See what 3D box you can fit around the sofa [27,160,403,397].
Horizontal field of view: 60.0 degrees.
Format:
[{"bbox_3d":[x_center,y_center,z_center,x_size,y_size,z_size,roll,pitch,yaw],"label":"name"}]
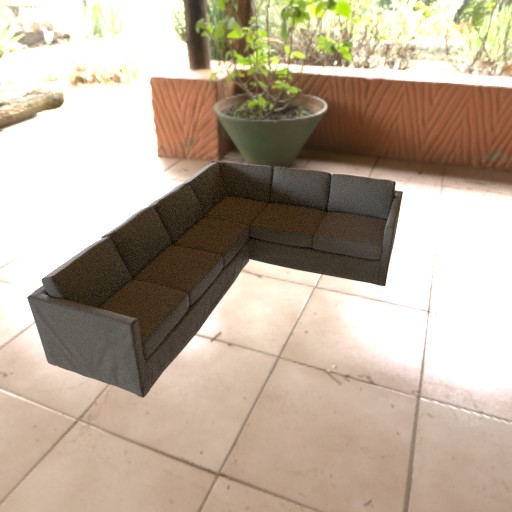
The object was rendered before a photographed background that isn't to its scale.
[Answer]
[{"bbox_3d":[0.000,0.000,4.295,2.432,0.871,3.182,11,32,18],"label":"sofa"}]
